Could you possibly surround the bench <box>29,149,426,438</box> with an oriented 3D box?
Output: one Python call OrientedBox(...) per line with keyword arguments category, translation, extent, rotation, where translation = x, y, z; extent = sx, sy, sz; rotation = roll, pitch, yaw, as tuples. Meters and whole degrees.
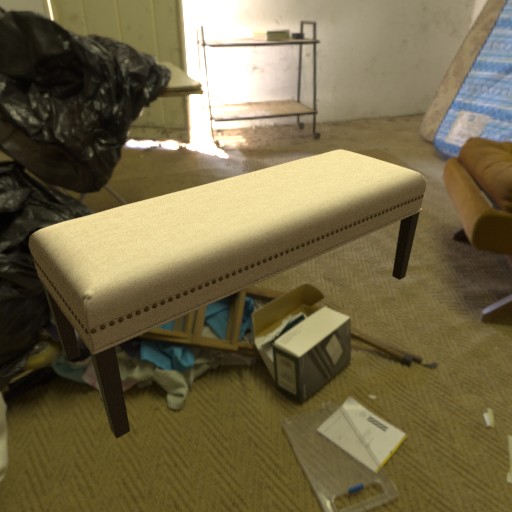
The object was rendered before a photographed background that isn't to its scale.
OrientedBox(category="bench", translation=(0.000, 0.000, 1.444), extent=(1.219, 0.457, 0.410), rotation=(-22, 36, -33))
